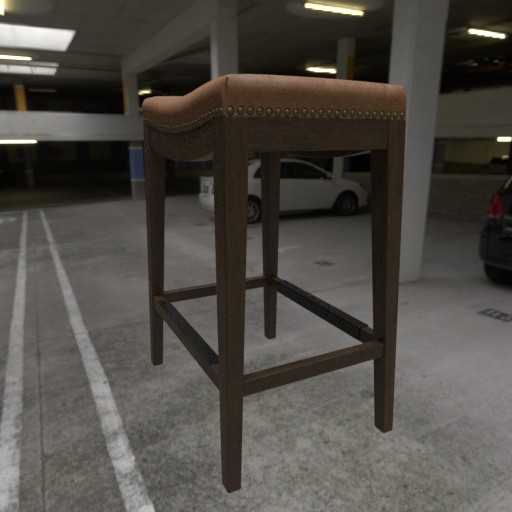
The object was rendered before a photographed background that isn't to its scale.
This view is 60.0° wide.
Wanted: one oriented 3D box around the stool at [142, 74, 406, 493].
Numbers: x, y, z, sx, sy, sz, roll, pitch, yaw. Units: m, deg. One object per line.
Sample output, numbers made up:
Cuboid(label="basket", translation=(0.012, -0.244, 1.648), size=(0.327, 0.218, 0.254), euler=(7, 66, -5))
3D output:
Cuboid(label="stool", translation=(0.000, 0.000, 0.940), size=(0.361, 0.660, 0.500), euler=(-8, 17, -26))
